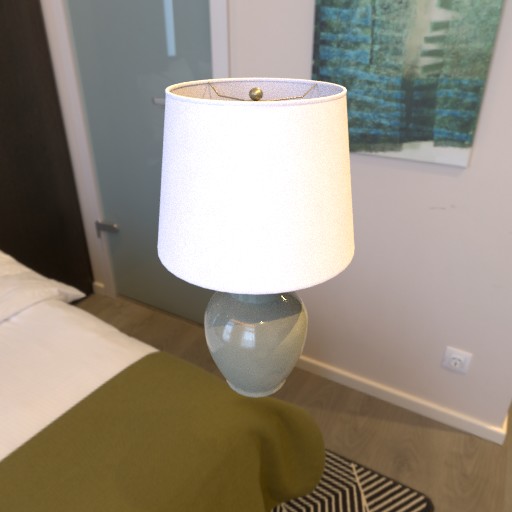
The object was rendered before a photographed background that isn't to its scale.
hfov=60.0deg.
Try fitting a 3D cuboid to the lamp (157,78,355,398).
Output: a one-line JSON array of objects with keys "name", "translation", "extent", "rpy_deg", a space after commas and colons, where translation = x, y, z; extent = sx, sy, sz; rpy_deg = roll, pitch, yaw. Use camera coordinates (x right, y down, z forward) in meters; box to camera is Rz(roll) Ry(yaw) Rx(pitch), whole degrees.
[{"name": "lamp", "translation": [0.000, 0.000, 0.559], "extent": [0.239, 0.399, 0.239], "rpy_deg": [0, 28, 0]}]
